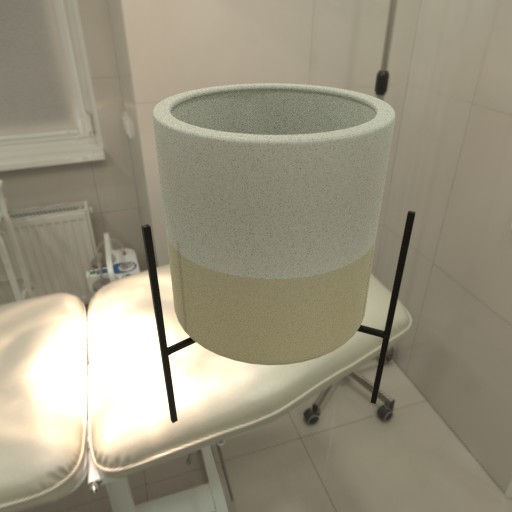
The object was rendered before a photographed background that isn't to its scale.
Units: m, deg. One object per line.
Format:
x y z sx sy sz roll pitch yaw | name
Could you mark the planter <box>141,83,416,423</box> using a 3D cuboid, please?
0.000 0.000 0.541 0.263 0.362 0.267 -10 33 -16 | planter
